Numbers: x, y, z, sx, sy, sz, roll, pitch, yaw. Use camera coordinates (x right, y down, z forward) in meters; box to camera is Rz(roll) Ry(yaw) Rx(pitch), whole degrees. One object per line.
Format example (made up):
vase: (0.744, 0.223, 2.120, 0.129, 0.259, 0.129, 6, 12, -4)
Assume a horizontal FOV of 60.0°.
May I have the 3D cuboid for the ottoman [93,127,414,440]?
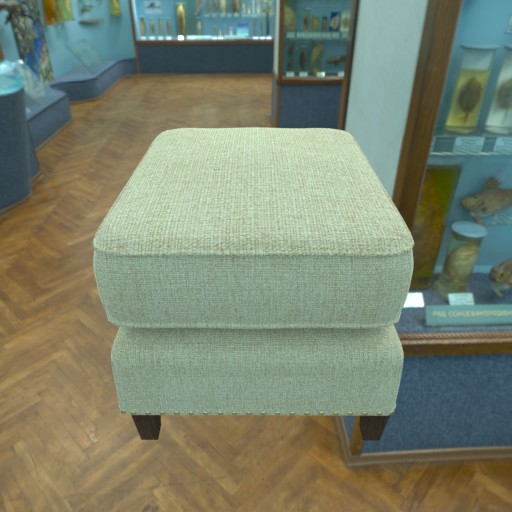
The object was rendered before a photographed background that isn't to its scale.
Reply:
ottoman: (0.000, 0.000, 1.137, 0.589, 0.537, 0.738, 0, 32, 0)
